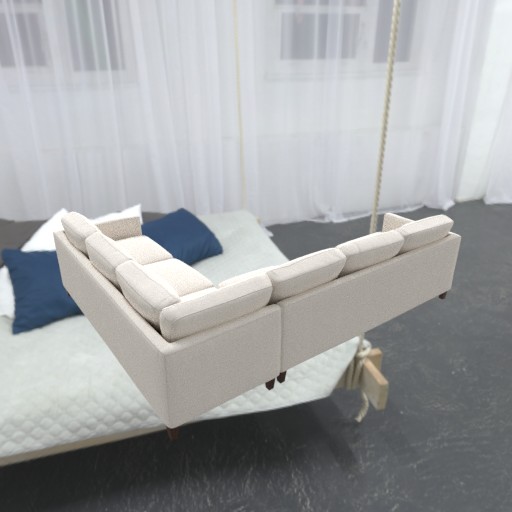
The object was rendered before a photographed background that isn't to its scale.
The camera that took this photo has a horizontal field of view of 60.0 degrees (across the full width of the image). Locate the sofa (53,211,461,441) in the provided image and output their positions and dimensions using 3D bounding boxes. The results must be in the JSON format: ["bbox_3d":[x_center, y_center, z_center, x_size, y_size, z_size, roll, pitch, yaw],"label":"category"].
[{"bbox_3d":[0.000,0.000,4.551,3.302,0.947,2.593,-17,29,-33],"label":"sofa"}]
